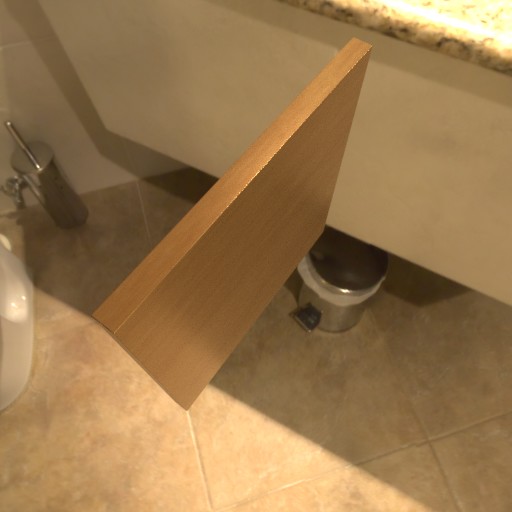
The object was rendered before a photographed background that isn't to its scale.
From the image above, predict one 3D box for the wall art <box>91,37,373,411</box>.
[{"bbox_3d":[0.000,0.000,0.446,0.019,0.302,0.302,33,67,16],"label":"wall art"}]
